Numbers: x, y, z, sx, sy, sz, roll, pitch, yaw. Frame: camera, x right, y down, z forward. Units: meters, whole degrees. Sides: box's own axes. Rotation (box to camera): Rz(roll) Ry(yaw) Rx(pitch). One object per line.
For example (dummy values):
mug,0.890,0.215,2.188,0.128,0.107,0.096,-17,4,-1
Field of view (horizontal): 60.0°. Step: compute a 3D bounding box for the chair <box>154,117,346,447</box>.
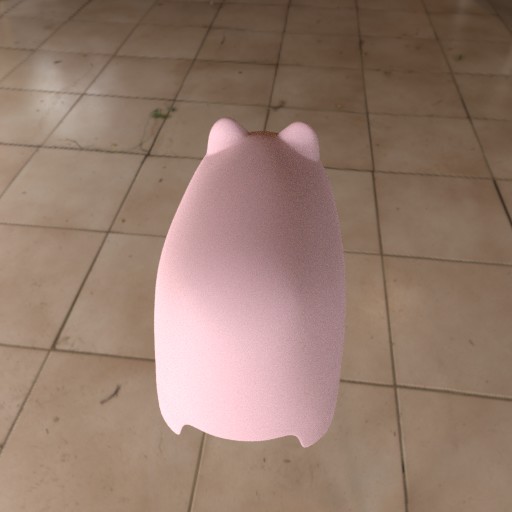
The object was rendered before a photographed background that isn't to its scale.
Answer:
chair,0.000,0.000,0.867,0.364,0.423,0.619,4,47,4
